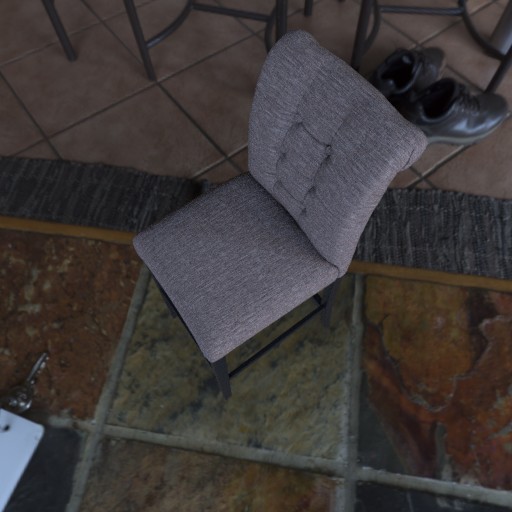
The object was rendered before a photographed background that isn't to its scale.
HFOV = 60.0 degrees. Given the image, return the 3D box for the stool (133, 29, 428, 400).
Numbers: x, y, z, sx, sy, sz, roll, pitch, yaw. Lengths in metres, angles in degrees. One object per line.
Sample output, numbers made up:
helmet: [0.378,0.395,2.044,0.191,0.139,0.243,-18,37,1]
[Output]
stool: [0.000,0.000,1.404,0.613,1.131,0.452,-32,67,-15]
